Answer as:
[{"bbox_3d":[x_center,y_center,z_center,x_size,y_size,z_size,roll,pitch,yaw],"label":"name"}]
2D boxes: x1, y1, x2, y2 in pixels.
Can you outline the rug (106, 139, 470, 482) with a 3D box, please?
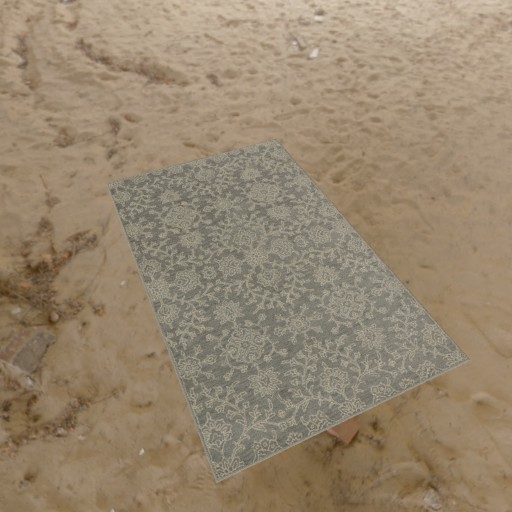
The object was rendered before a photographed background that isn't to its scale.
[{"bbox_3d":[0.000,0.000,3.004,1.515,0.010,2.430,-19,50,-16],"label":"rug"}]
